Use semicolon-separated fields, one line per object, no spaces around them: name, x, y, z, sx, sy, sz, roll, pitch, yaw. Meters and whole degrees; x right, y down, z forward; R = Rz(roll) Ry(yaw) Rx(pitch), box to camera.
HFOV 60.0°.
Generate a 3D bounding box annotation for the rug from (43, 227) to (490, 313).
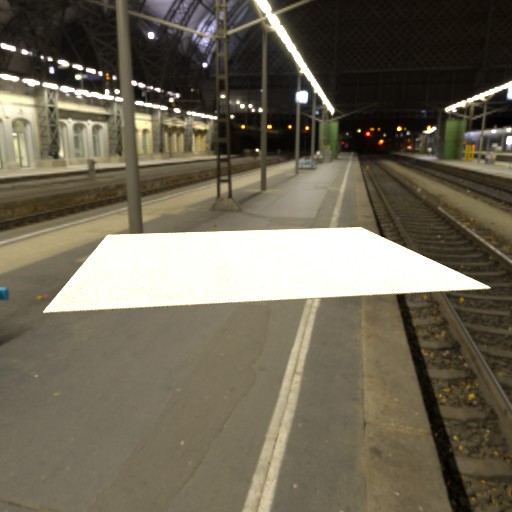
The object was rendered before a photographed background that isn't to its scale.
rug;0.000;0.000;4.133;3.050;0.015;2.441;-2;14;-9
